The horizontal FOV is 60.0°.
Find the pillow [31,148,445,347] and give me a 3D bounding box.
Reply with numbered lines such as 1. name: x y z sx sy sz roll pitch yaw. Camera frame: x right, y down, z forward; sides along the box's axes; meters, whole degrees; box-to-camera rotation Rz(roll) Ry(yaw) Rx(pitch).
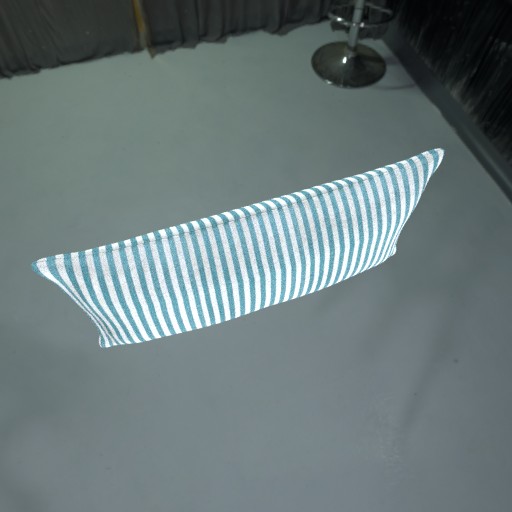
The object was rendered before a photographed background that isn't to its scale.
1. pillow: 0.000 0.000 0.748 0.617 0.295 0.151 -17 60 -10
